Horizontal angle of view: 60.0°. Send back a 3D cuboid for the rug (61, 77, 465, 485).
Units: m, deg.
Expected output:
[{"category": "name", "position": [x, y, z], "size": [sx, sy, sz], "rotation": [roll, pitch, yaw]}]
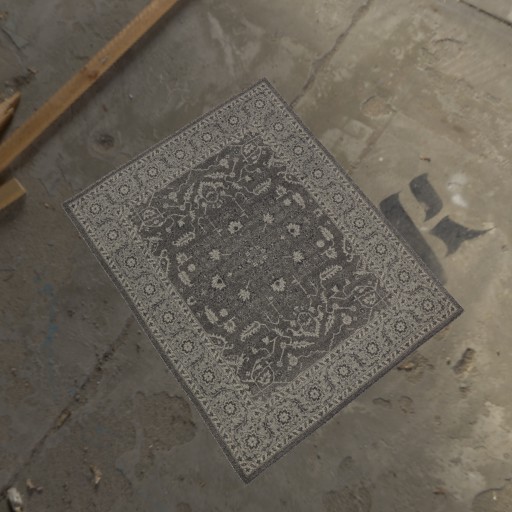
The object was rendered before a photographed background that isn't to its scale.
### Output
[{"category": "rug", "position": [0.000, 0.000, 4.142], "size": [2.451, 0.026, 3.069], "rotation": [-35, 78, -9]}]
